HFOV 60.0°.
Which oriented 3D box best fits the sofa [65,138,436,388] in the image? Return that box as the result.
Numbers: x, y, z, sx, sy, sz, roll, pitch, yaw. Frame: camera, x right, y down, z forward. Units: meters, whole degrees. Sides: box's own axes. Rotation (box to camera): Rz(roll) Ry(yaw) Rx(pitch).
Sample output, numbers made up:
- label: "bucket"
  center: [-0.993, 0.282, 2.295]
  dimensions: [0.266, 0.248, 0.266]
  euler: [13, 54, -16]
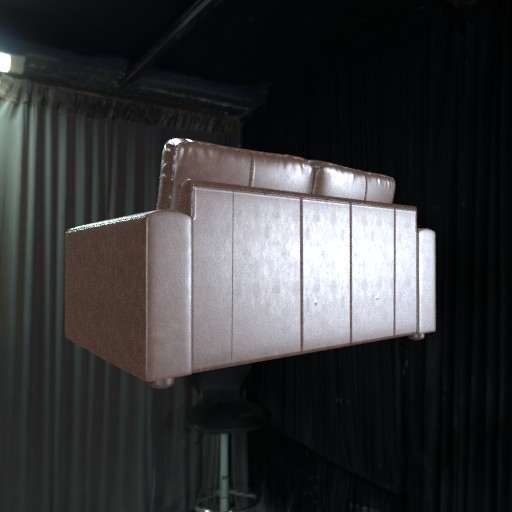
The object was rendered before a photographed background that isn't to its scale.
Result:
- label: "sofa"
  center: [0.000, 0.000, 2.249]
  dimensions: [1.616, 0.873, 1.016]
  euler: [0, 0, -37]
